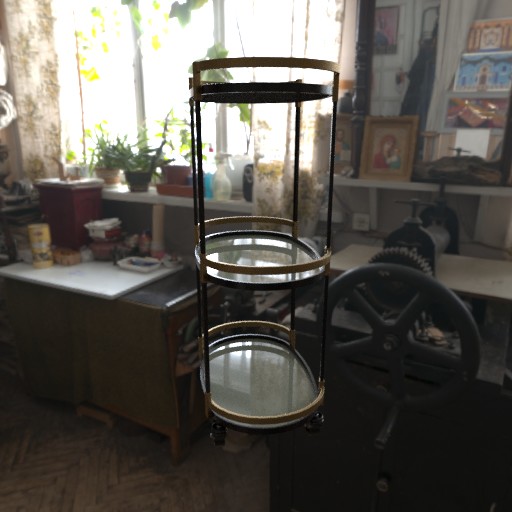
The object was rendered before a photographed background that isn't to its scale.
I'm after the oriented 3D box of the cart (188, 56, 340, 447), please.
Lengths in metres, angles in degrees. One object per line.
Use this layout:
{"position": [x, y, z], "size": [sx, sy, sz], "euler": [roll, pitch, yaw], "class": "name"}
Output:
{"position": [0.000, 0.000, 1.147], "size": [0.311, 0.885, 0.515], "euler": [-3, 17, -10], "class": "cart"}
